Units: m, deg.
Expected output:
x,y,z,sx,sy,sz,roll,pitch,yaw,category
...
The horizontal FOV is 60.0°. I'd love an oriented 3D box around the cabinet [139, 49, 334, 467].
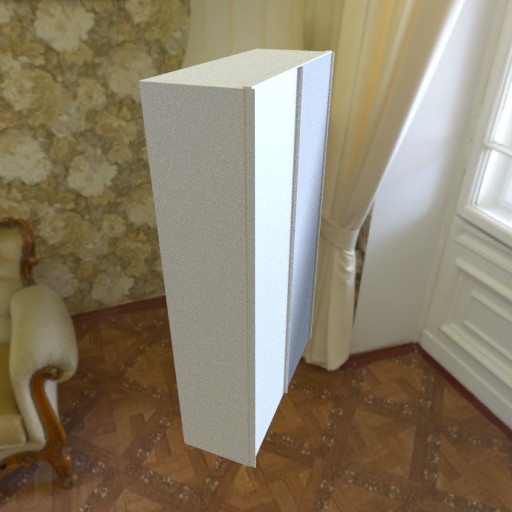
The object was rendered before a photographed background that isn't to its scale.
x,y,z,sx,sy,sz,roll,pitch,yaw,category
0.000,0.000,2.674,0.480,2.160,1.250,11,32,18,cabinet
